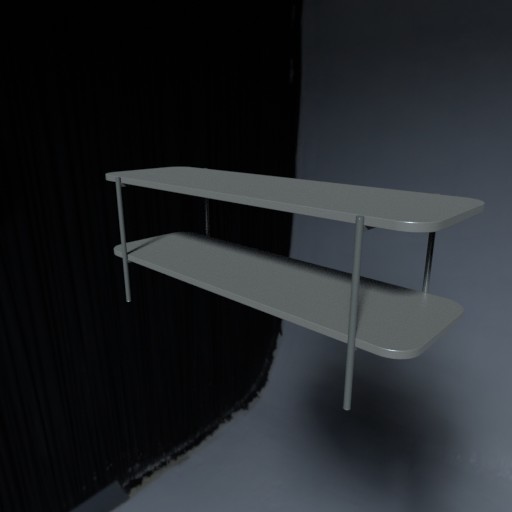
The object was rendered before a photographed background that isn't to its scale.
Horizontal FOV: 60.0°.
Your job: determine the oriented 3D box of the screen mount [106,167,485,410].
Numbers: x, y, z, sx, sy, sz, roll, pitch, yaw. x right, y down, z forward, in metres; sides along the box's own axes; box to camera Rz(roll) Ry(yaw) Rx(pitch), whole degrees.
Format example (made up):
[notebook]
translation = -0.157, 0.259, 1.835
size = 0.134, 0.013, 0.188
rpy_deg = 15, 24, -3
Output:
[screen mount]
translation = 0.000, 0.000, 1.385
size = 1.200, 0.447, 0.400
rpy_deg = 15, 23, 41
